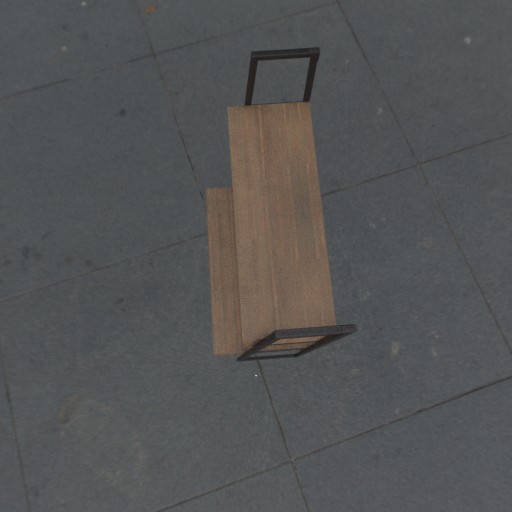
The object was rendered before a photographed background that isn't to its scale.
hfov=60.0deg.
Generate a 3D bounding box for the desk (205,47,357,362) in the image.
[{"bbox_3d":[0.000,0.000,2.273,0.515,1.809,0.982,-4,75,-1],"label":"desk"}]
